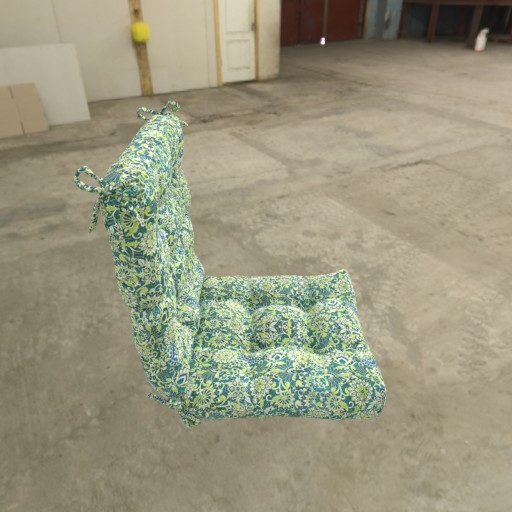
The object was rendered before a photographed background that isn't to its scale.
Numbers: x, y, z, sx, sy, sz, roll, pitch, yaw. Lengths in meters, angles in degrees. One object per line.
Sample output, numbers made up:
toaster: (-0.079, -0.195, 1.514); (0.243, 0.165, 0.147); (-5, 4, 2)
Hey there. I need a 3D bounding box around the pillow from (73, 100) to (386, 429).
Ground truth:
pillow: (0.000, 0.000, 1.025); (0.571, 0.605, 0.519); (0, 32, 0)
